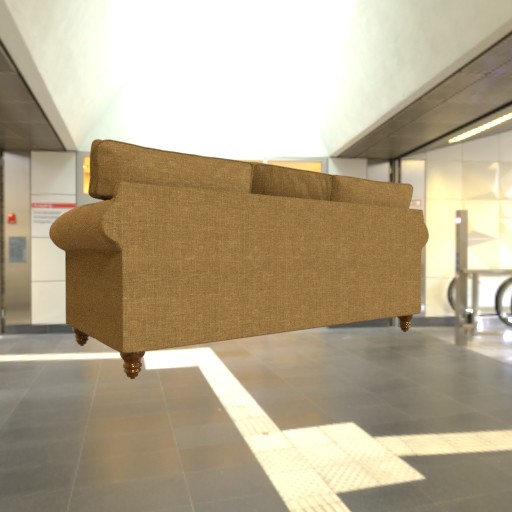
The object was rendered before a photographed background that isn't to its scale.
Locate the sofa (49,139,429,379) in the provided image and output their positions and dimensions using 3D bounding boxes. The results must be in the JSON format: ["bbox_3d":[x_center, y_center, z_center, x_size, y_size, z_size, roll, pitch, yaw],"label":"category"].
[{"bbox_3d":[0.000,0.000,2.581,2.084,0.961,0.916,0,1,-36],"label":"sofa"}]
